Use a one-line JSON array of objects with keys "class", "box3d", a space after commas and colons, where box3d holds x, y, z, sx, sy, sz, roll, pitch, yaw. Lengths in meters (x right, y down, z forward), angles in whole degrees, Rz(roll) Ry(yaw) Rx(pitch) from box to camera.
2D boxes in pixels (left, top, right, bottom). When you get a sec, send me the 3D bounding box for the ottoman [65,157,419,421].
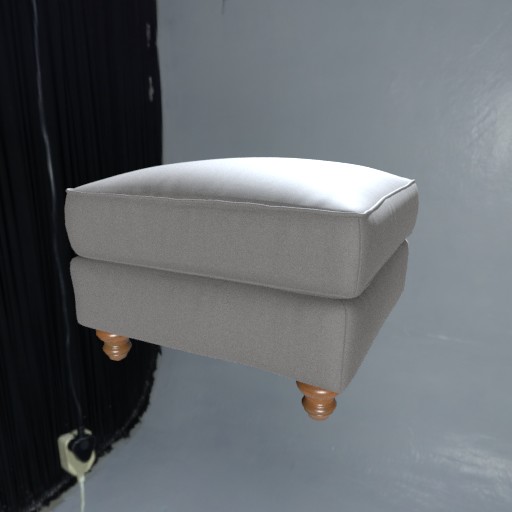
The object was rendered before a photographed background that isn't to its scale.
[{"class": "ottoman", "box3d": [0.000, 0.000, 1.170, 0.721, 0.505, 0.662, 8, 17, 26]}]
